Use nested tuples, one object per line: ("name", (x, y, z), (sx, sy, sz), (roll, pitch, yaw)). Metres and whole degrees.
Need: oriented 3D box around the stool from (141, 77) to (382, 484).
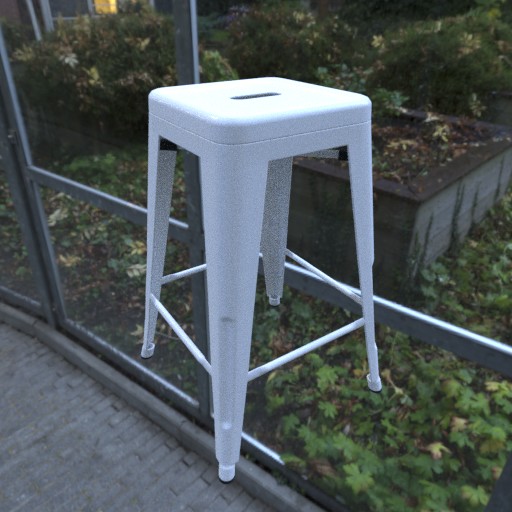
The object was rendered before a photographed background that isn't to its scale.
("stool", (0.000, 0.000, 0.869), (0.406, 0.610, 0.406), (-18, 34, -29))
